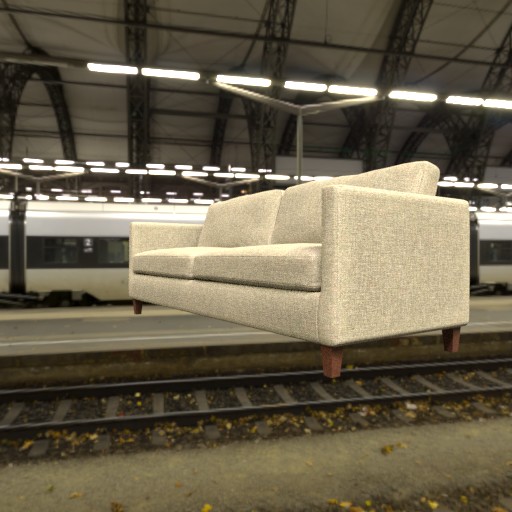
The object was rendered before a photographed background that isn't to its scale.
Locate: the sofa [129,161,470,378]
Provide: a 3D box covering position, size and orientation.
[{"bbox_3d":[0.000,0.000,2.922,0.948,0.951,2.434,0,0,-34],"label":"sofa"}]
